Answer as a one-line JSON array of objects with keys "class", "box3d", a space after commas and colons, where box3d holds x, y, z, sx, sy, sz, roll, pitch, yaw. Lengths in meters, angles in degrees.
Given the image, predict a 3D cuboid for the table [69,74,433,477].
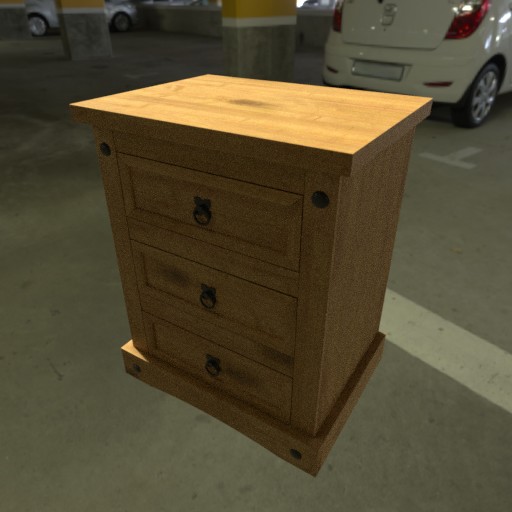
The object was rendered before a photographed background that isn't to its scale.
[{"class": "table", "box3d": [0.000, 0.000, 1.208, 0.660, 0.813, 0.500, 18, 35, 27]}]
